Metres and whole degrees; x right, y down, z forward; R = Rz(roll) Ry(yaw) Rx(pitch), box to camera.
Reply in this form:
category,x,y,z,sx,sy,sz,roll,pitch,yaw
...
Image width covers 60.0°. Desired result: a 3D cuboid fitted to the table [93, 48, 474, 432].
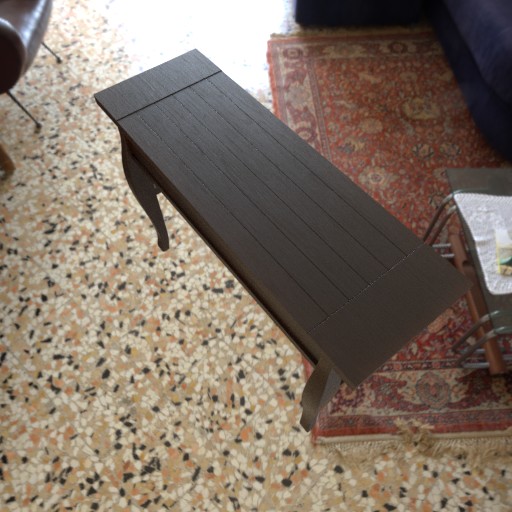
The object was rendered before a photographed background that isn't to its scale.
category,x,y,z,sx,sy,sz,roll,pitch,yaw
table,0.000,0.000,1.437,0.373,0.768,1.062,-34,64,-19
